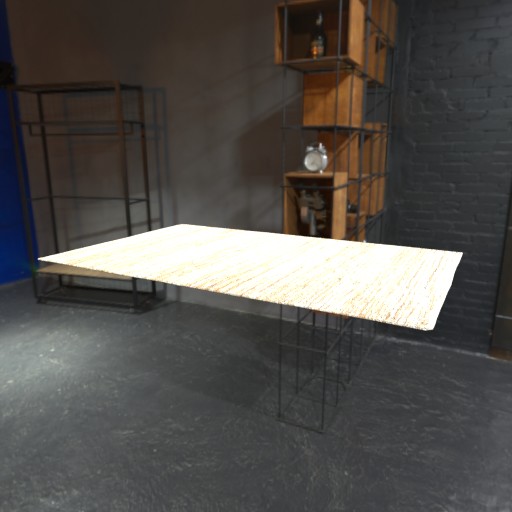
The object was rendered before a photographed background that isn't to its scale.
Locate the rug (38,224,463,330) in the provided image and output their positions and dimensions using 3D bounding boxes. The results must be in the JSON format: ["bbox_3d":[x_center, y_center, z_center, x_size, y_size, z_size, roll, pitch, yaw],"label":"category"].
[{"bbox_3d":[0.000,0.000,2.995,2.446,0.009,1.529,7,16,28],"label":"rug"}]
